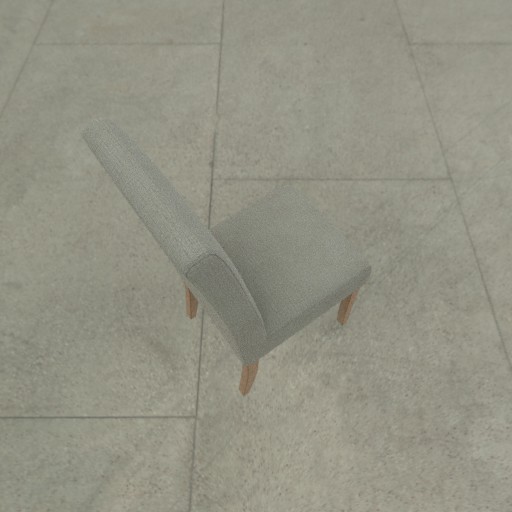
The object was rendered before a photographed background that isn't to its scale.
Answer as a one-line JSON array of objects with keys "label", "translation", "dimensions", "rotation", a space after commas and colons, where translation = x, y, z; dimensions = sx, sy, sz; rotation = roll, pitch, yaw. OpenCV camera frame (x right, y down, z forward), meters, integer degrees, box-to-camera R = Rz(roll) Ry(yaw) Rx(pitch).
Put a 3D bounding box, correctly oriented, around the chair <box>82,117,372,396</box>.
[{"label": "chair", "translation": [0.000, 0.000, 1.348], "dimensions": [0.611, 1.033, 0.450], "rotation": [-31, 63, -18]}]
